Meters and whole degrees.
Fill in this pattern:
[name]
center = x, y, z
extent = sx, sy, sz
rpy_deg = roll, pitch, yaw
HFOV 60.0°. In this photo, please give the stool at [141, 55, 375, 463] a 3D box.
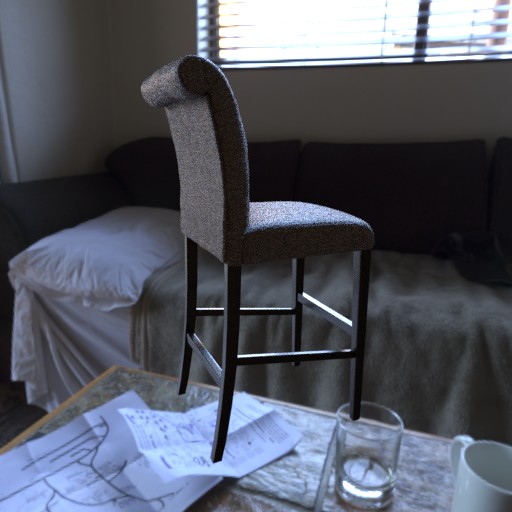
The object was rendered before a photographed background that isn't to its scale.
[stool]
center = 0.000, 0.000, 1.453
extent = 0.613, 1.131, 0.452
rpy_deg = -7, 16, -24
